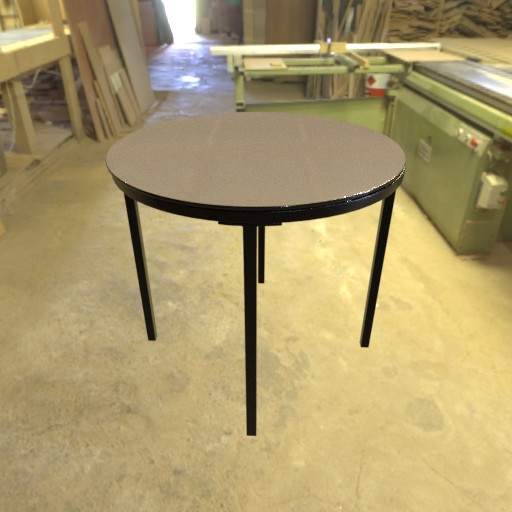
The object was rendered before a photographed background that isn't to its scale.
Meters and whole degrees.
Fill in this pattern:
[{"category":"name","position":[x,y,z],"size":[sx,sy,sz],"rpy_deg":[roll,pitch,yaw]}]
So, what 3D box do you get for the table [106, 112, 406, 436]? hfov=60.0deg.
[{"category":"table","position":[0.000,0.000,0.879],"size":[0.499,0.443,0.499],"rpy_deg":[0,31,0]}]
